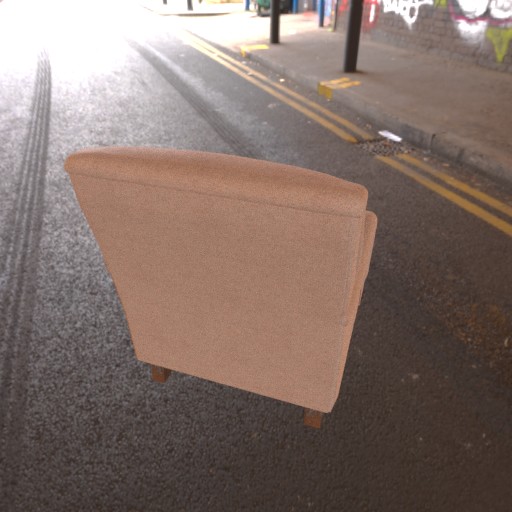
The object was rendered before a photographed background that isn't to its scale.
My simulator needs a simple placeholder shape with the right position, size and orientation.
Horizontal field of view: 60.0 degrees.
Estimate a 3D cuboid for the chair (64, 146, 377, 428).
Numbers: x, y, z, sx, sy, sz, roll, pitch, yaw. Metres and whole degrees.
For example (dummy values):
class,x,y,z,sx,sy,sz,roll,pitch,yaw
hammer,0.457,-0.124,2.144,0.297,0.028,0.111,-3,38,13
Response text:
class,x,y,z,sx,sy,sz,roll,pitch,yaw
chair,0.000,0.000,1.799,0.879,1.119,0.953,11,35,16
